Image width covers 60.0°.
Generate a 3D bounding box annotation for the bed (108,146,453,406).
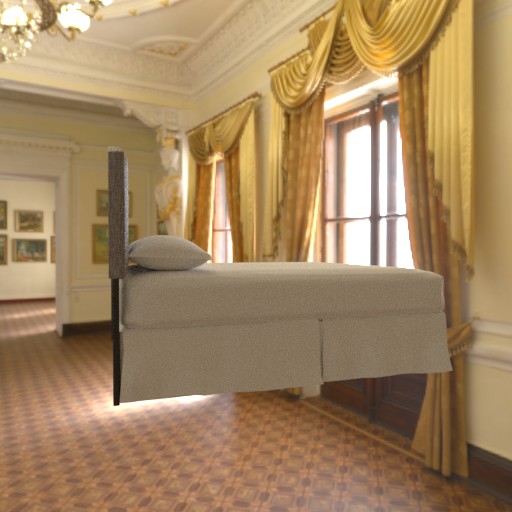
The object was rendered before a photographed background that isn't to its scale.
[{"bbox_3d":[0.000,0.000,2.961,1.870,1.295,1.610,0,1,-18],"label":"bed"}]
